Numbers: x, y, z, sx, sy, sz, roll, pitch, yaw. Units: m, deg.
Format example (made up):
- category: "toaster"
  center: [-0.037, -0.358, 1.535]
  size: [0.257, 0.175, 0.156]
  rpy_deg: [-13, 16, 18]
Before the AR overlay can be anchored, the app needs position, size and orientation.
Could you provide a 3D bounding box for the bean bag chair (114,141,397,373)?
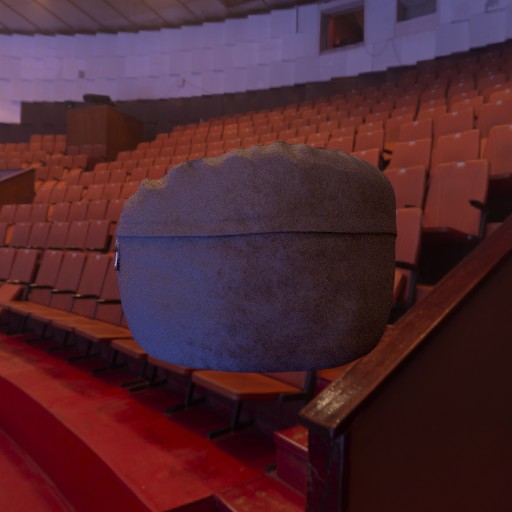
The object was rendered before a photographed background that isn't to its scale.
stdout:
- category: "bean bag chair"
  center: [0.000, 0.000, 2.042]
  size: [1.245, 0.821, 1.245]
  rpy_deg: [0, 1, 0]
